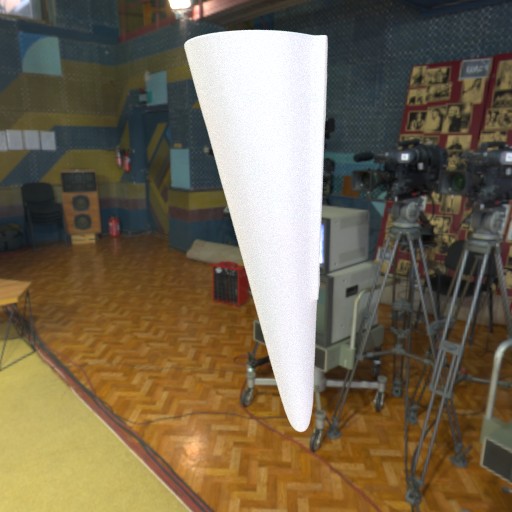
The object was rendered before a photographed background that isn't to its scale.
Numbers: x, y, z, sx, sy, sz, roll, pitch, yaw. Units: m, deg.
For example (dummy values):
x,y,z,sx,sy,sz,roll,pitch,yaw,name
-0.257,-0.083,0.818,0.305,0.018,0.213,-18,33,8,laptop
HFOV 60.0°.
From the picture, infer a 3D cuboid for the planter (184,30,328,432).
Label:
x,y,z,sx,sy,sz,roll,pitch,yaw,name
0.000,0.000,0.221,0.064,0.193,0.057,2,14,9,planter
